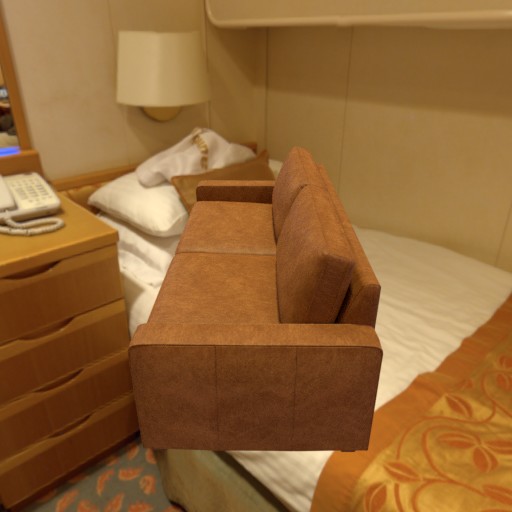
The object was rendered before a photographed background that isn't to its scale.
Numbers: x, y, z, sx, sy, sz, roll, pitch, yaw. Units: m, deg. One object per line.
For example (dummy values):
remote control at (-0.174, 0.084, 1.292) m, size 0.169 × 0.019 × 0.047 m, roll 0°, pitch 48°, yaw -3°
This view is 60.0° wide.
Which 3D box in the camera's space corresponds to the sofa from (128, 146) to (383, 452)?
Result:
sofa at (0.000, 0.000, 2.658) m, size 0.991 × 0.928 × 2.156 m, roll 0°, pitch 27°, yaw 1°
